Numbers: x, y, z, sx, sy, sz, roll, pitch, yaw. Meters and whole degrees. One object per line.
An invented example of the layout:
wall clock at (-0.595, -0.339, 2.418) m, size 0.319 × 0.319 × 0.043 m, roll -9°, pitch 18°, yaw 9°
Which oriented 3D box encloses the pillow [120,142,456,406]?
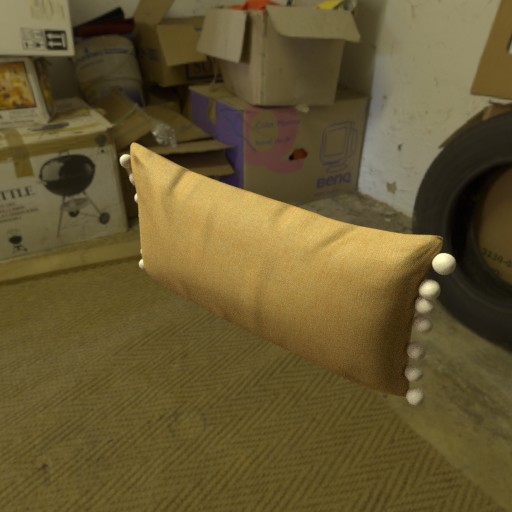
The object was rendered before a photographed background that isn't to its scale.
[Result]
pillow at (0.000, 0.000, 0.843) m, size 0.709 × 0.322 × 0.201 m, roll 22°, pitch 37°, yaw 32°
